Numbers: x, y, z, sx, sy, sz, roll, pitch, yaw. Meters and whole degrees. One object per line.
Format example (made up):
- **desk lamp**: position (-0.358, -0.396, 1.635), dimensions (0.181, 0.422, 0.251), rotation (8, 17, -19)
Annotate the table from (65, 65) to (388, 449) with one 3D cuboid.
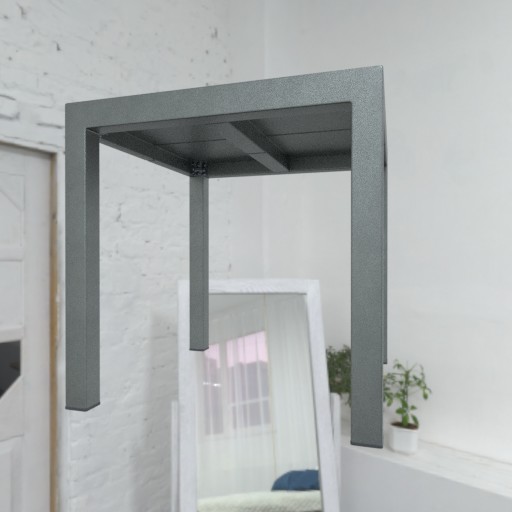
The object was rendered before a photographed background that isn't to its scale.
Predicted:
- **table**: position (0.000, 0.000, 0.901), dimensions (0.508, 0.508, 0.508), rotation (0, 0, 17)
